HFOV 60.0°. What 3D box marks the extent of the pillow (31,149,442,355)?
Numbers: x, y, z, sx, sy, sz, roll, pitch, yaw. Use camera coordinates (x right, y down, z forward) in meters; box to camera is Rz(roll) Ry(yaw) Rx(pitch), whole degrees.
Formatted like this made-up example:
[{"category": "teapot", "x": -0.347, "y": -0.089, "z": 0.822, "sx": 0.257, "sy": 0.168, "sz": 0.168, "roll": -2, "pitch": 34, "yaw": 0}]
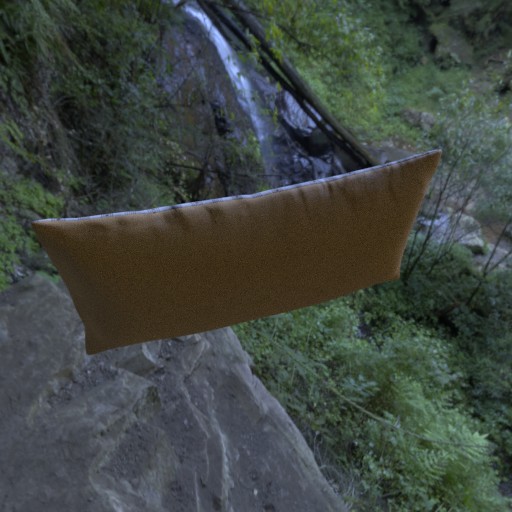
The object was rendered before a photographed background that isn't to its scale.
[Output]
[{"category": "pillow", "x": 0.000, "y": 0.000, "z": 0.728, "sx": 0.608, "sy": 0.291, "sz": 0.151, "roll": -12, "pitch": 44, "yaw": -13}]
